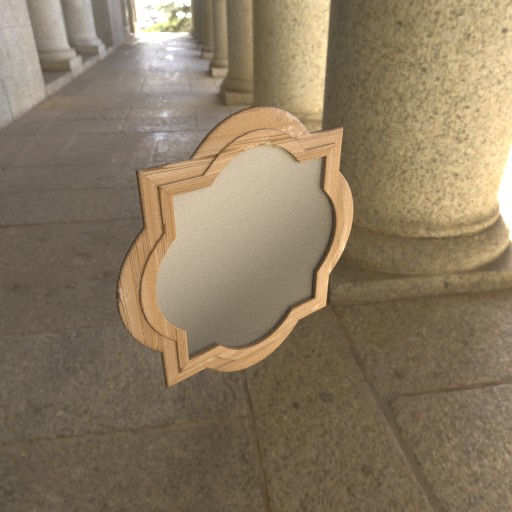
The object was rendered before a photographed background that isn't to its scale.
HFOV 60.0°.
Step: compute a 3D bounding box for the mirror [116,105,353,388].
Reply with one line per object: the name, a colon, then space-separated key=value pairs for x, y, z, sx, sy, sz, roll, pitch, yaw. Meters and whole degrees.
mirror: x=0.000 y=0.000 z=1.083 sx=0.686 sy=0.686 sz=0.019 roll=-21 pitch=36 yaw=-32
